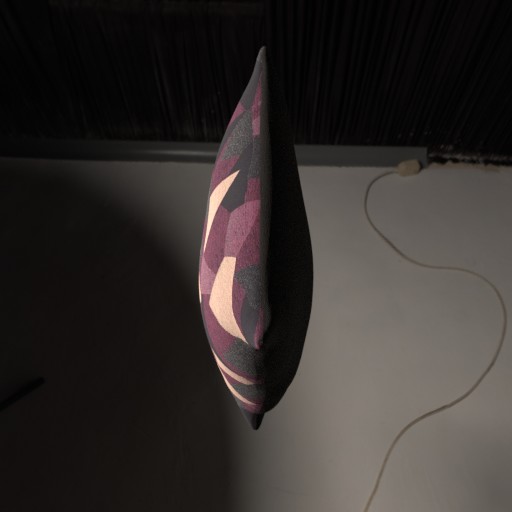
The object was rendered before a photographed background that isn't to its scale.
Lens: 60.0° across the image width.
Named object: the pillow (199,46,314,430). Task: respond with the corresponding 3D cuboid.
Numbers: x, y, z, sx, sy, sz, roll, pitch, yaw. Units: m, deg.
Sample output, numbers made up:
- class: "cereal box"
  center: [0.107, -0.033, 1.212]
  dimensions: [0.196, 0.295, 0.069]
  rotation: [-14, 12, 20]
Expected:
- class: "pillow"
  center: [0.000, 0.000, 0.785]
  dimensions: [0.208, 0.496, 0.503]
  rotation: [1, 59, 1]
